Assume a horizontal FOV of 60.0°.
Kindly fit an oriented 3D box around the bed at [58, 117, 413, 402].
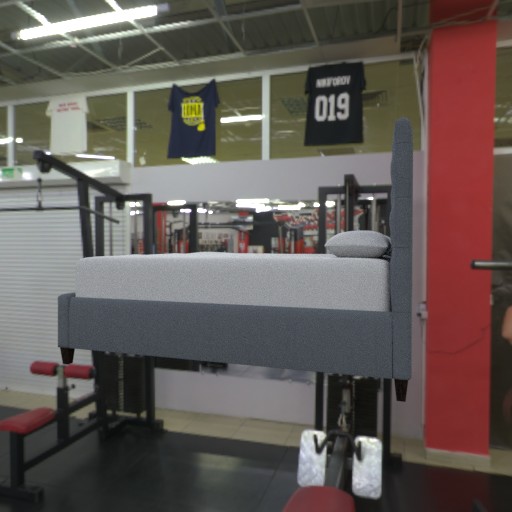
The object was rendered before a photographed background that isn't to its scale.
[{"bbox_3d":[0.000,0.000,3.351,2.231,1.427,1.698,0,1,19],"label":"bed"}]
